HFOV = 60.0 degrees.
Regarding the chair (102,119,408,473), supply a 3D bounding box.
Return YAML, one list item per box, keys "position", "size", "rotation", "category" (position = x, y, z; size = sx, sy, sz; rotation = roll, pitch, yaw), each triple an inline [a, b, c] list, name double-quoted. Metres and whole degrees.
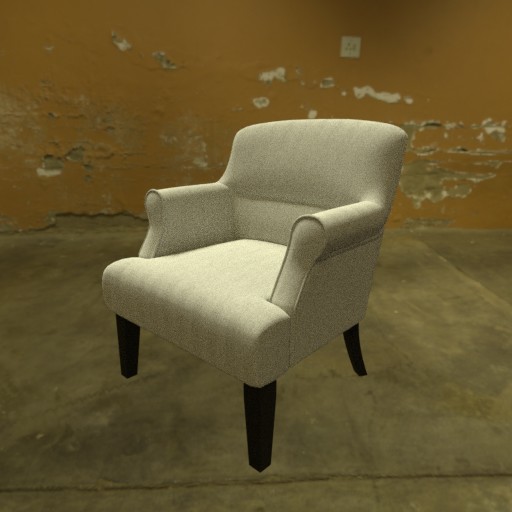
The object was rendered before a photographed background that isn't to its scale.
- position: [0.000, 0.000, 1.470]
  size: [0.781, 0.875, 0.750]
  rotation: [15, 22, 42]
  category: "chair"
